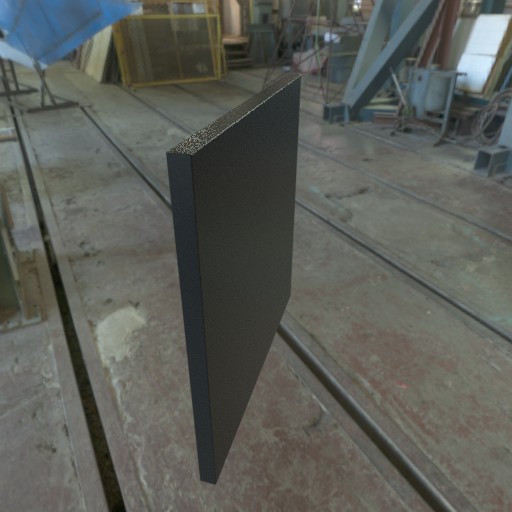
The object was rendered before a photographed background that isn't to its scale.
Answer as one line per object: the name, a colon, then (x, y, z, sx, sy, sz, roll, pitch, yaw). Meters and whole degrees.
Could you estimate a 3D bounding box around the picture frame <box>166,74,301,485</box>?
picture frame: (0.000, 0.000, 0.825, 0.029, 0.557, 0.559, 9, 31, 14)
